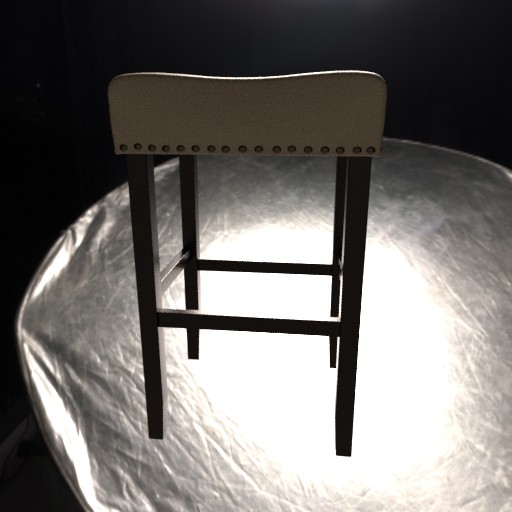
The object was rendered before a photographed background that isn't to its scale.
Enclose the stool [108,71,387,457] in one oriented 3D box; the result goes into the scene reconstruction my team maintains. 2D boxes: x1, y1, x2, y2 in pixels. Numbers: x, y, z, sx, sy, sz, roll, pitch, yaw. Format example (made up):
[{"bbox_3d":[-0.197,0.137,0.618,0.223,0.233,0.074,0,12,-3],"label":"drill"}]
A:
[{"bbox_3d":[0.000,0.000,1.023,0.471,0.762,0.401,2,18,6],"label":"stool"}]
